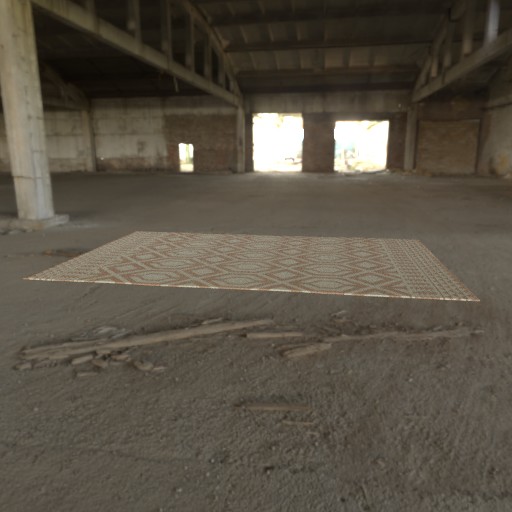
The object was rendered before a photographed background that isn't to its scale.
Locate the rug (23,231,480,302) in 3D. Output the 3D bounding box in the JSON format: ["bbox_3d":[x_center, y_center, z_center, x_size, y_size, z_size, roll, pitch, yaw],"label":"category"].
[{"bbox_3d":[0.000,0.000,3.058,2.435,0.011,1.526,2,14,9],"label":"rug"}]
